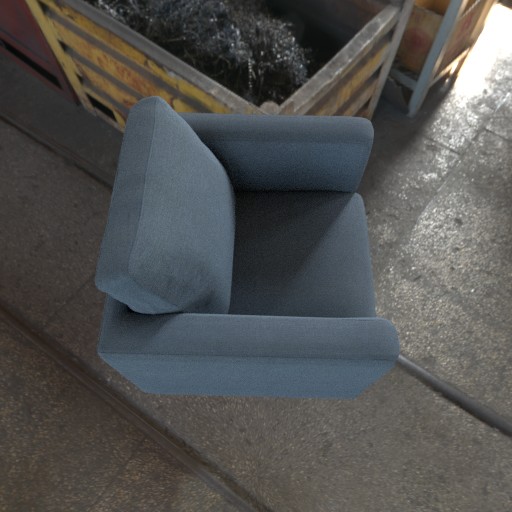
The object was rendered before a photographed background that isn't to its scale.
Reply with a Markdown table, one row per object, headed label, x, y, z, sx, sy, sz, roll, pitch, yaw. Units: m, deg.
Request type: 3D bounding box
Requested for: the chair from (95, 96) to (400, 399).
| label | x | y | z | sx | sy | sz | roll | pitch | yaw |
| --- | --- | --- | --- | --- | --- | --- | --- | --- | --- |
| chair | 0.000 | 0.000 | 1.532 | 0.820 | 0.922 | 0.855 | 1 | 64 | 1 |
